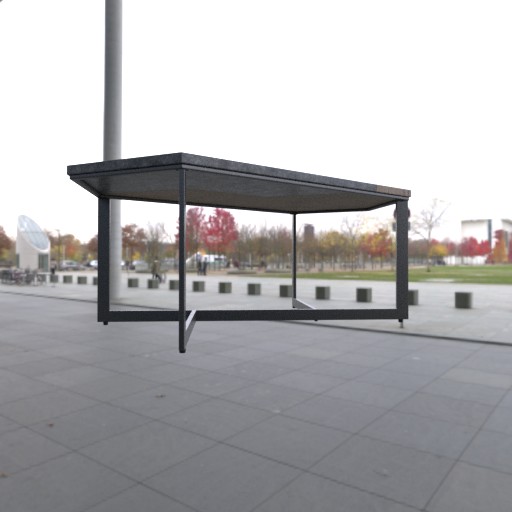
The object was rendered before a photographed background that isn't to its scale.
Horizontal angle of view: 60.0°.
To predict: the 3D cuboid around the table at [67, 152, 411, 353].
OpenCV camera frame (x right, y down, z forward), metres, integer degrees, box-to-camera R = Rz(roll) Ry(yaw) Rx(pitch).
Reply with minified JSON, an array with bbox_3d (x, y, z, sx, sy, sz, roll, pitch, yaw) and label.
[{"bbox_3d":[0.000,0.000,1.502,1.219,0.457,0.609,0,-1,-37],"label":"table"}]
